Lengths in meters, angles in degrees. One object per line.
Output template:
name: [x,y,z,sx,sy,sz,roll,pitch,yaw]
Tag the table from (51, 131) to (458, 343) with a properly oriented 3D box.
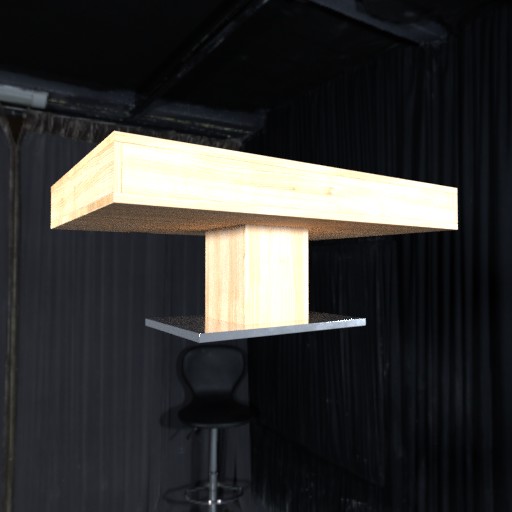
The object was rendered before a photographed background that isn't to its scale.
table: [0.000,0.000,1.417,1.100,0.440,0.700,1,-2,-34]
